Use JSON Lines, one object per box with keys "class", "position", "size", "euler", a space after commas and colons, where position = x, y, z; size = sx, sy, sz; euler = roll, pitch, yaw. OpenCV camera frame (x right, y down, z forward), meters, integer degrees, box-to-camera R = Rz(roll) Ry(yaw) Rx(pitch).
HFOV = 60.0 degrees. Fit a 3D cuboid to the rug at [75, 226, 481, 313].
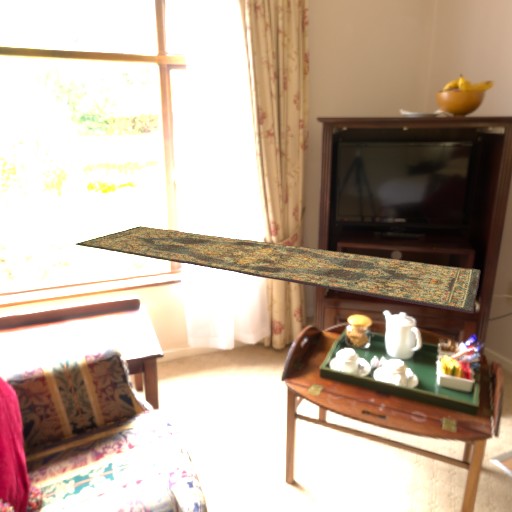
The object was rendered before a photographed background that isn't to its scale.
{"class": "rug", "position": [0.000, 0.000, 2.528], "size": [2.283, 0.016, 0.602], "euler": [8, 18, 27]}
